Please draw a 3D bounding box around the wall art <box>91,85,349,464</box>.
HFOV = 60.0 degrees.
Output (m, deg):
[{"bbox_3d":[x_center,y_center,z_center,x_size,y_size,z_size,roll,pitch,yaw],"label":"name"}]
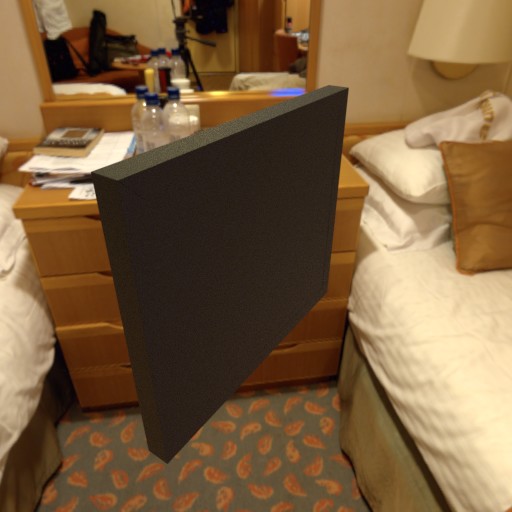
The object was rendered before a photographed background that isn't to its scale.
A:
[{"bbox_3d":[0.000,0.000,0.536,0.029,0.330,0.381,20,37,29],"label":"wall art"}]
